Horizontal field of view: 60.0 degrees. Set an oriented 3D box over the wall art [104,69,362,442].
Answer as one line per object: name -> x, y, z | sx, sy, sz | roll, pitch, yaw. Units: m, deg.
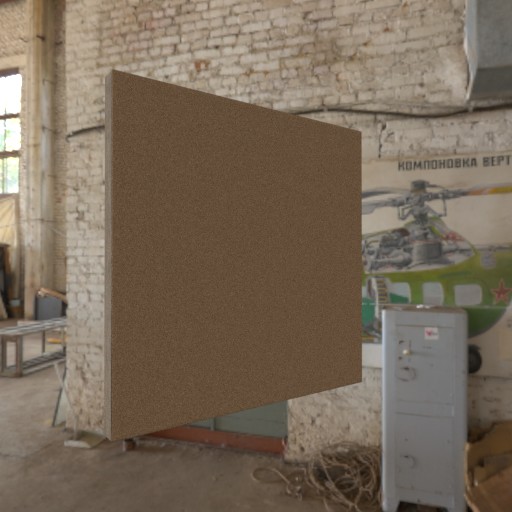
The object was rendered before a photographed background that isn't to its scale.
wall art -> 0.000, 0.000, 1.129 | 0.749, 0.751, 0.050 | 0, -1, -36
